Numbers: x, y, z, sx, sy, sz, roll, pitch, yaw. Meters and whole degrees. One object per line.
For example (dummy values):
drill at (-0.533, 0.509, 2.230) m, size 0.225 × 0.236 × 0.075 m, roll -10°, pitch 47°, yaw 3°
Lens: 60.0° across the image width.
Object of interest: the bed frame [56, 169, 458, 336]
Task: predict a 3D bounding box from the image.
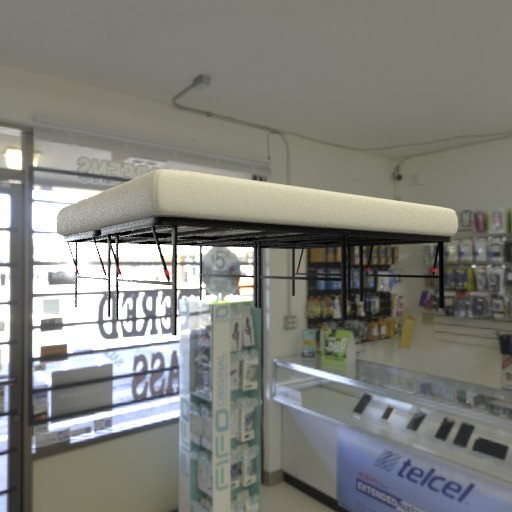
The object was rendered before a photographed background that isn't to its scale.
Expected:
bed frame at (0.000, 0.000, 2.856) m, size 2.151 × 0.667 × 1.584 m, roll 1°, pitch -2°, yaw -36°
